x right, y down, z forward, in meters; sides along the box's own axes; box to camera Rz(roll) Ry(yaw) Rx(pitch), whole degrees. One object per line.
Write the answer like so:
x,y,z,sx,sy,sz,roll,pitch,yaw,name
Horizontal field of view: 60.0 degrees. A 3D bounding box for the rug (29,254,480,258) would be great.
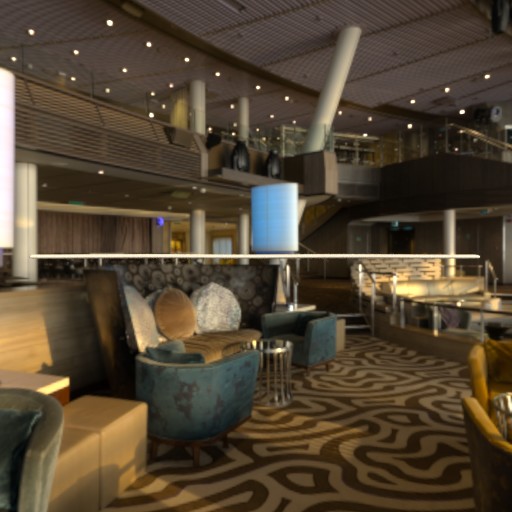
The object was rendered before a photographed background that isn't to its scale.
0.000,0.000,4.208,3.066,0.030,2.462,0,0,0,rug
